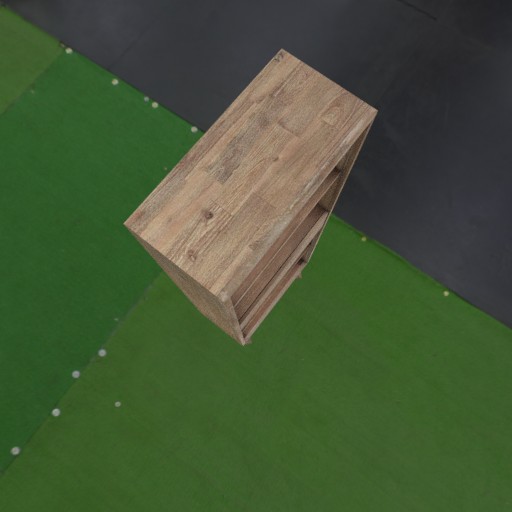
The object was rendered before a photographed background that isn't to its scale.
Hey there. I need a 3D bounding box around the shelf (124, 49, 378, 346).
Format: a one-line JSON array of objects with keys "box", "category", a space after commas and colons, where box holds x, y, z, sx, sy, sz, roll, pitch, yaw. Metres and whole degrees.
[{"box": [0.000, 0.000, 1.505, 0.267, 1.342, 0.491, 37, 78, 9], "category": "shelf"}]
